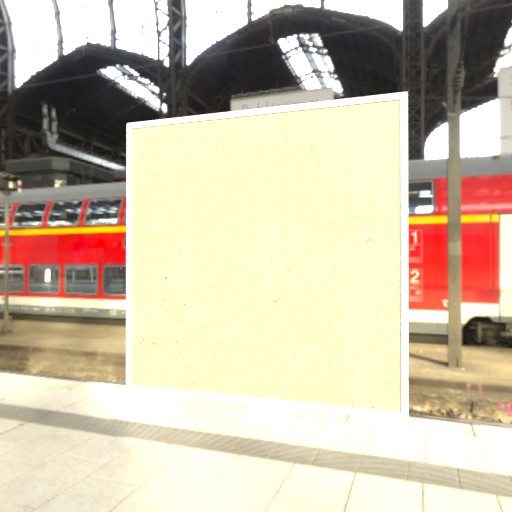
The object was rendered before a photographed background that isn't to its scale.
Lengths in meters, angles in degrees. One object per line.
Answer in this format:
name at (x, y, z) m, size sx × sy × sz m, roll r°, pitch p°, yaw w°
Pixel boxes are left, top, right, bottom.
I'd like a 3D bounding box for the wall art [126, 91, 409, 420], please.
wall art at (0.000, 0.000, 0.782) m, size 0.508 × 0.508 × 0.038 m, roll 0°, pitch -1°, yaw 18°
